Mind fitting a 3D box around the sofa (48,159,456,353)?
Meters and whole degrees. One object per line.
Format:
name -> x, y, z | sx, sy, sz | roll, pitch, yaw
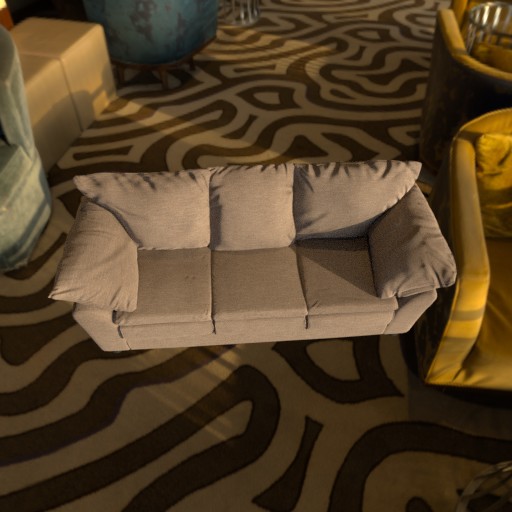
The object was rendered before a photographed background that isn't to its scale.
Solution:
sofa -> 0.000, 0.000, 2.957 | 2.390, 1.043, 0.927 | -3, 46, -3
